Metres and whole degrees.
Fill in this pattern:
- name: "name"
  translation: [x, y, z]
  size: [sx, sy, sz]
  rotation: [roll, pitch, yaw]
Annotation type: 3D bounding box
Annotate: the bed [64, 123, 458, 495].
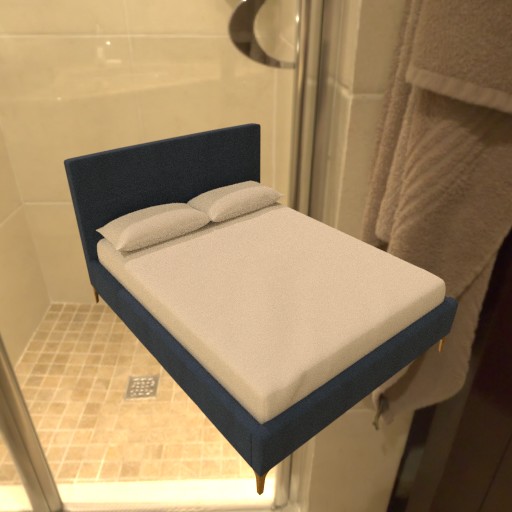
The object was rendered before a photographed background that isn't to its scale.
- name: "bed"
  translation: [0.000, 0.000, 3.107]
  size: [1.723, 1.231, 2.172]
  rotation: [-22, 37, -33]
